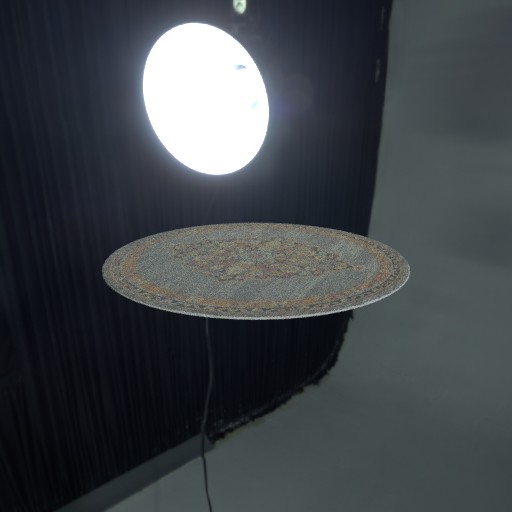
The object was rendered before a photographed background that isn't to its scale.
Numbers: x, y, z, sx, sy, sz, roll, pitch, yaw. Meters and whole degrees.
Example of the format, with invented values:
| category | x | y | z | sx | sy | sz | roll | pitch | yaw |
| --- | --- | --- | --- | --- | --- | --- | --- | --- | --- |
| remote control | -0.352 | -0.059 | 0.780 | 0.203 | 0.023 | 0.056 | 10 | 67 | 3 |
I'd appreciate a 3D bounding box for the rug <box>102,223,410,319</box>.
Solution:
| category | x | y | z | sx | sy | sz | roll | pitch | yaw |
| --- | --- | --- | --- | --- | --- | --- | --- | --- | --- |
| rug | 0.000 | 0.000 | 2.424 | 1.598 | 0.010 | 1.598 | 0 | 17 | 0 |
